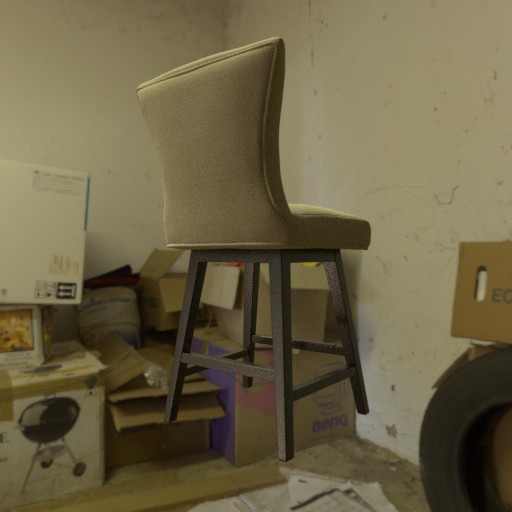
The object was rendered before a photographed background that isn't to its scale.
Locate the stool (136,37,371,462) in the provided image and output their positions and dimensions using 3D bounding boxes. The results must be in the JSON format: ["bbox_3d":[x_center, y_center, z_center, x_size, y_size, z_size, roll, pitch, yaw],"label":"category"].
[{"bbox_3d":[0.000,0.000,1.337,0.514,1.000,0.574,0,0,37],"label":"stool"}]
